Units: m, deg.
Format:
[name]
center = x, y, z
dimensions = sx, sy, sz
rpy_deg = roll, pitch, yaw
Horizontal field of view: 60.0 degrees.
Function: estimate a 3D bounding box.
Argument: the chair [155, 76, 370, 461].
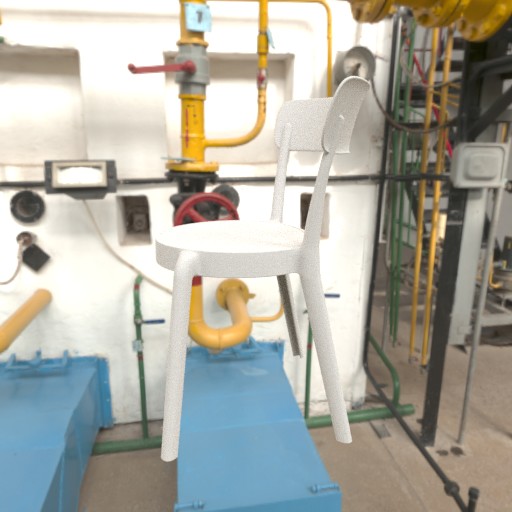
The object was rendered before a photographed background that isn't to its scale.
[chair]
center = 0.000, 0.000, 1.115
dimensions = 0.491, 0.790, 0.506
rpy_deg = -2, 15, -9
